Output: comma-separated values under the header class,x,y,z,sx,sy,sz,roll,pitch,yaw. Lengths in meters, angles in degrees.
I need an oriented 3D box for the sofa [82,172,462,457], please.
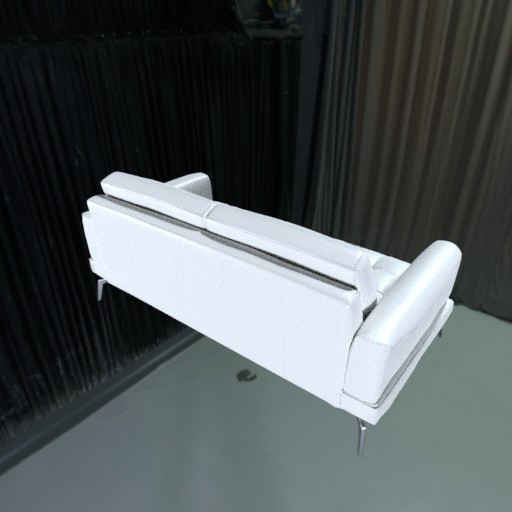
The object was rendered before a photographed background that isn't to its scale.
class,x,y,z,sx,sy,sz,roll,pitch,yaw
sofa,0.000,0.000,2.752,2.177,0.930,1.121,21,35,33
